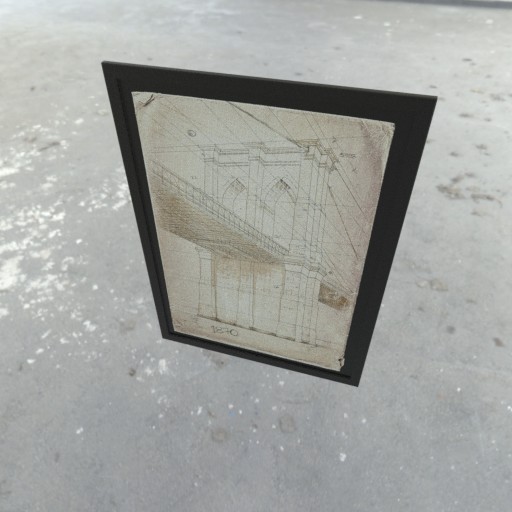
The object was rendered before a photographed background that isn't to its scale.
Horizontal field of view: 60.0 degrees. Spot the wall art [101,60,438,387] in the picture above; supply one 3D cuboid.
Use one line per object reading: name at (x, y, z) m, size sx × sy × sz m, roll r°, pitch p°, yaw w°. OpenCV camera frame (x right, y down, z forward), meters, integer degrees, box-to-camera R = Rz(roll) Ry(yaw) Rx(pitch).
wall art at (0.000, 0.000, 1.223) m, size 0.707 × 0.967 × 0.013 m, roll 11°, pitch 43°, yaw 12°
